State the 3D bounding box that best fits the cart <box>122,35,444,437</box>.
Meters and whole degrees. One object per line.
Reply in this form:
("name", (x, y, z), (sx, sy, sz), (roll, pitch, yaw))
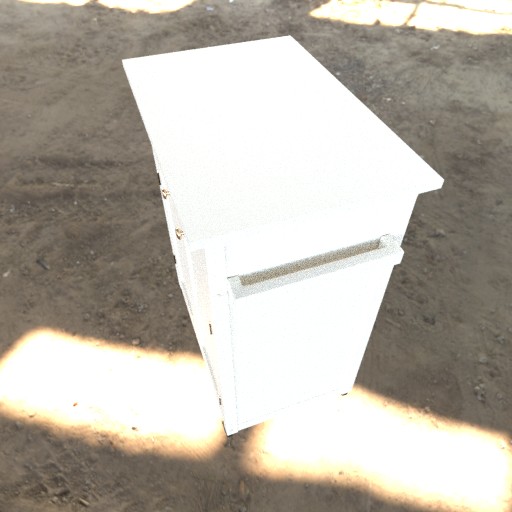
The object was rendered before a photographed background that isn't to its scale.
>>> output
("cart", (0.000, 0.000, 1.219), (0.442, 0.864, 0.683), (-15, 49, -13))
